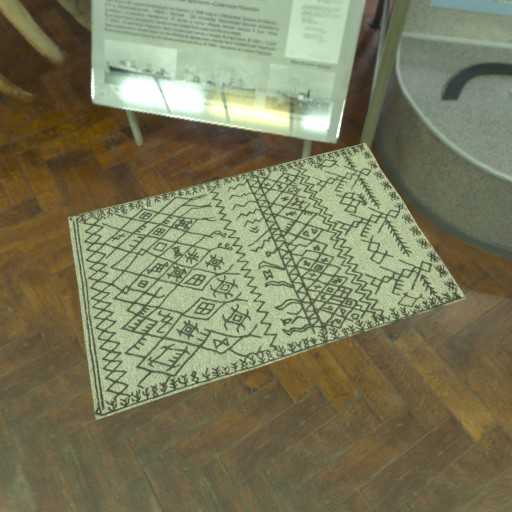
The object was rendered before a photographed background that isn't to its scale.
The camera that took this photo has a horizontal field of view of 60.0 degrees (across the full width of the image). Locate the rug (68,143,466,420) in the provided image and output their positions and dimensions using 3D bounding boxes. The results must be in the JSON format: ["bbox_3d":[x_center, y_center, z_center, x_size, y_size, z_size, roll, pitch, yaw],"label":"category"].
[{"bbox_3d":[0.000,0.000,4.895,3.824,0.019,2.393,-16,59,-10],"label":"rug"}]
